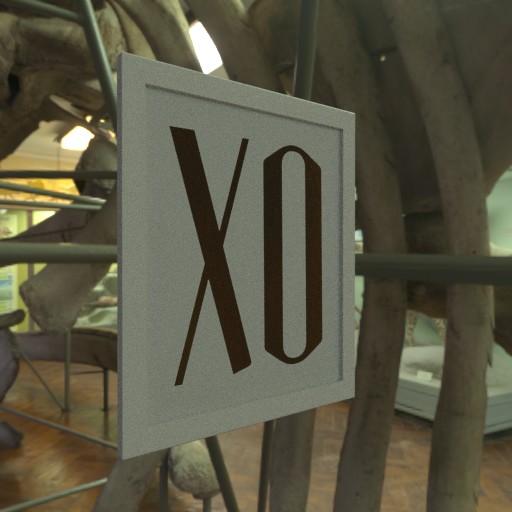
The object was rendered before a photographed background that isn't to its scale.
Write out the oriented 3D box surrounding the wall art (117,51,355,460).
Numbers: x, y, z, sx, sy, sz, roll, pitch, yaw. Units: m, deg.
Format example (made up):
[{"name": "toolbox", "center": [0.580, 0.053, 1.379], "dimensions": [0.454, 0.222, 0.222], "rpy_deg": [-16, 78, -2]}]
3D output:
[{"name": "wall art", "center": [0.000, 0.000, 0.717], "dimensions": [0.444, 0.536, 0.020], "rpy_deg": [0, 0, -35]}]
